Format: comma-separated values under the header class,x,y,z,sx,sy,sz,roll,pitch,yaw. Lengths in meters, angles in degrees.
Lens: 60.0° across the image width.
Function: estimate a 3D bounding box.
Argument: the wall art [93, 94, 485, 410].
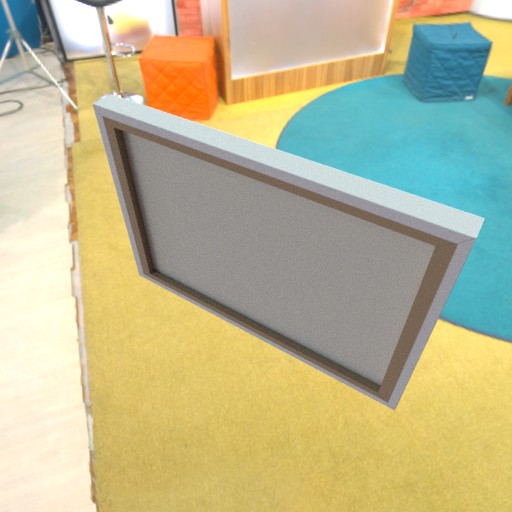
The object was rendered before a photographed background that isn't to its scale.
class,x,y,z,sx,sy,sz,roll,pitch,yaw
wall art,0.000,0.000,0.768,0.608,0.414,0.042,24,50,22
